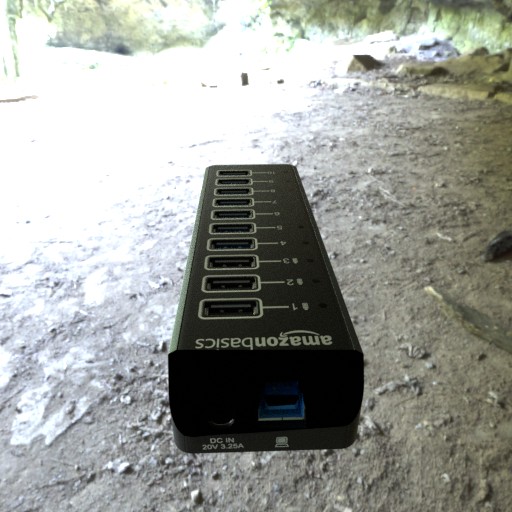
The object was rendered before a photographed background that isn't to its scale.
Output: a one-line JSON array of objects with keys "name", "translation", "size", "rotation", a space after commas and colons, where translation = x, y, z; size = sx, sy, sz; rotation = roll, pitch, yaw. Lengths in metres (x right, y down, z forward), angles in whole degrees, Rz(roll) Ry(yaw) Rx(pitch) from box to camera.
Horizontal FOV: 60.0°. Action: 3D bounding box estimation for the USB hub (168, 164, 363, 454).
[{"name": "USB hub", "translation": [0.000, 0.000, 0.161], "size": [0.044, 0.023, 0.145], "rotation": [-1, 30, -2]}]
